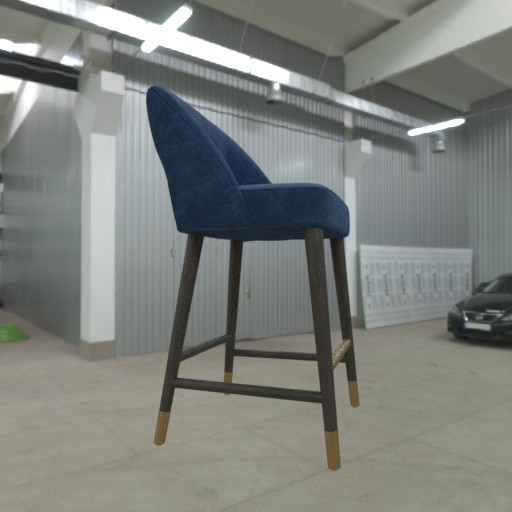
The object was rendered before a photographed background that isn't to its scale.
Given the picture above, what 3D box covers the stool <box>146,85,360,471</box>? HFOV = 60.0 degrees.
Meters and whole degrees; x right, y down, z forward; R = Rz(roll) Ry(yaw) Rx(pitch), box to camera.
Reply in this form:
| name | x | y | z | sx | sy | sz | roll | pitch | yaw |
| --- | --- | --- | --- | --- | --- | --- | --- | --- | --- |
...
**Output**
| name | x | y | z | sx | sy | sz | roll | pitch | yaw |
| --- | --- | --- | --- | --- | --- | --- | --- | --- | --- |
| stool | 0.000 | 0.000 | 1.243 | 0.524 | 0.925 | 0.536 | 0 | -1 | 18 |
